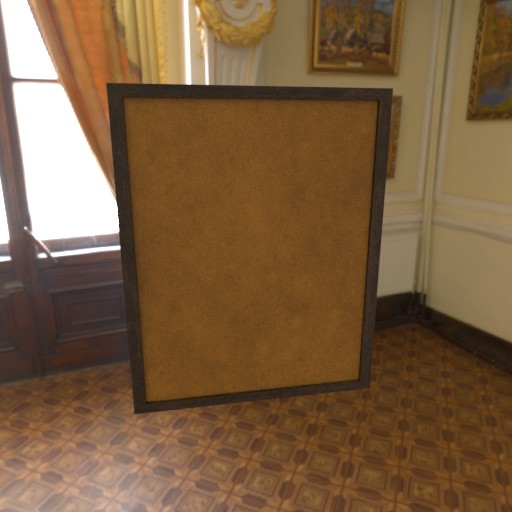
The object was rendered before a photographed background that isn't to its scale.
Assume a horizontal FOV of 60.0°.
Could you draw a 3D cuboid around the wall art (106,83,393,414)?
[{"bbox_3d":[0.000,0.000,0.567,0.329,0.406,0.027,-3,16,-10],"label":"wall art"}]
